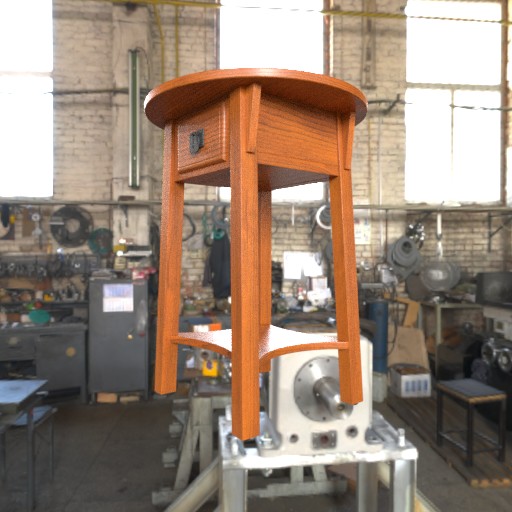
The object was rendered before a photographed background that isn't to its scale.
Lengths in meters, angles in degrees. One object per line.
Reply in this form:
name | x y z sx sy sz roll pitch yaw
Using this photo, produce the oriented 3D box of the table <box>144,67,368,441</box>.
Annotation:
table | 0.000 0.000 0.939 0.457 0.610 0.457 0 1 0
